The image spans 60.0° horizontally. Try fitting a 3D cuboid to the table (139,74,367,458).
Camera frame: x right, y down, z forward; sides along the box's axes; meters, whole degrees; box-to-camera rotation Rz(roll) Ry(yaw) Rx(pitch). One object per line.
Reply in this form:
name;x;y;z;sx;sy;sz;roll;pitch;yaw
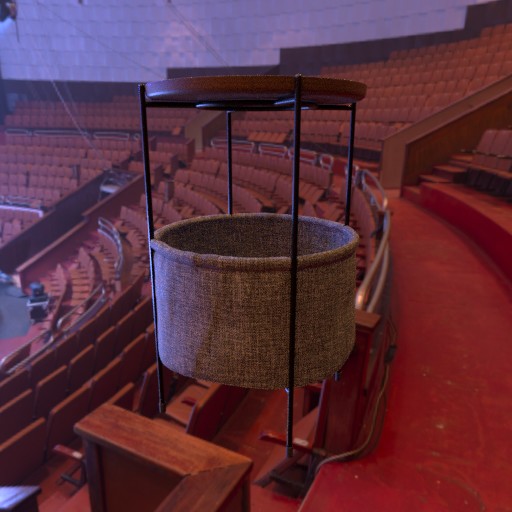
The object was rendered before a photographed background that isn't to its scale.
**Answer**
table;0.000;0.000;0.873;0.400;0.623;0.400;8;18;26
